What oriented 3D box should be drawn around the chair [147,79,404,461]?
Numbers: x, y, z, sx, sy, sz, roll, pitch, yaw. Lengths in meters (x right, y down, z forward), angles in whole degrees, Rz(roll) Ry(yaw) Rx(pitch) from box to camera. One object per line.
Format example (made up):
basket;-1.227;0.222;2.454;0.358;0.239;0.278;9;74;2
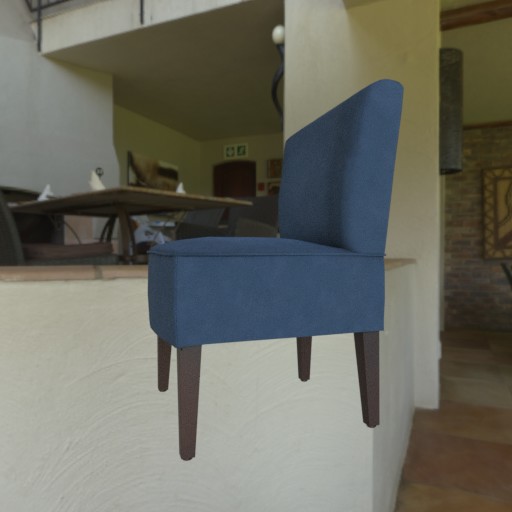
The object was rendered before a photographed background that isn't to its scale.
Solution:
chair;0.000;0.000;1.160;0.551;0.806;0.521;0;0;-18
